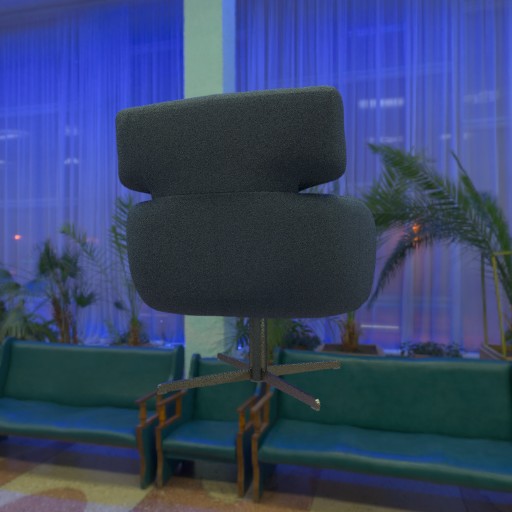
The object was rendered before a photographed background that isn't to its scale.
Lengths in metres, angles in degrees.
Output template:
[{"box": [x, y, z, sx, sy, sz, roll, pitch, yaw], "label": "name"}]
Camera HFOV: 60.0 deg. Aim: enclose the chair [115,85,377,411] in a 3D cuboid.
[{"box": [0.000, 0.000, 1.435, 0.738, 0.813, 0.761, 0, 0, 17], "label": "chair"}]
